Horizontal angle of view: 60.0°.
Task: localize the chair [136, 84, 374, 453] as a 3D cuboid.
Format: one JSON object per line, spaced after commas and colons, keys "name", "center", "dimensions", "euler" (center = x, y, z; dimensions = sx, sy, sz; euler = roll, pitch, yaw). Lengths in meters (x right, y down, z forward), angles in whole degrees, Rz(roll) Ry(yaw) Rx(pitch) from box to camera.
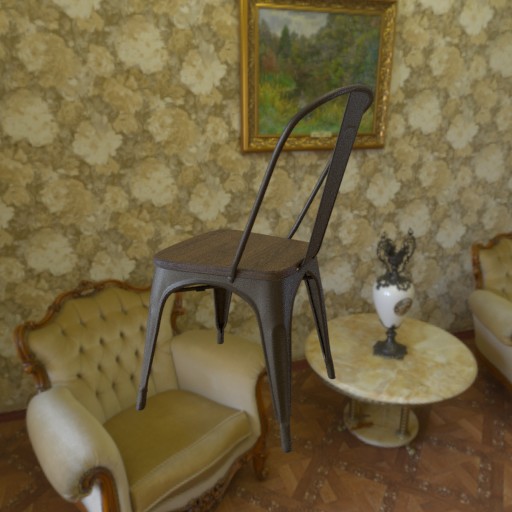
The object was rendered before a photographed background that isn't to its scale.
{"name": "chair", "center": [0.000, 0.000, 1.190], "dimensions": [0.532, 0.844, 0.451], "euler": [8, 19, 26]}
